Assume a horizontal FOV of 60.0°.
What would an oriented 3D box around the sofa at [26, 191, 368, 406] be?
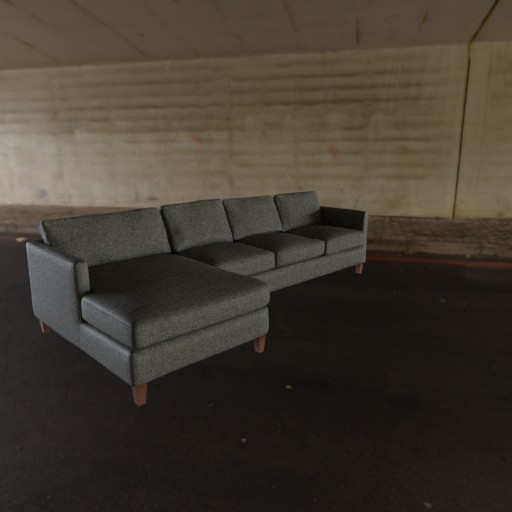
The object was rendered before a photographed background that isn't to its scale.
[{"bbox_3d":[0.000,0.000,4.098,3.485,0.960,1.635,-13,19,-43],"label":"sofa"}]
